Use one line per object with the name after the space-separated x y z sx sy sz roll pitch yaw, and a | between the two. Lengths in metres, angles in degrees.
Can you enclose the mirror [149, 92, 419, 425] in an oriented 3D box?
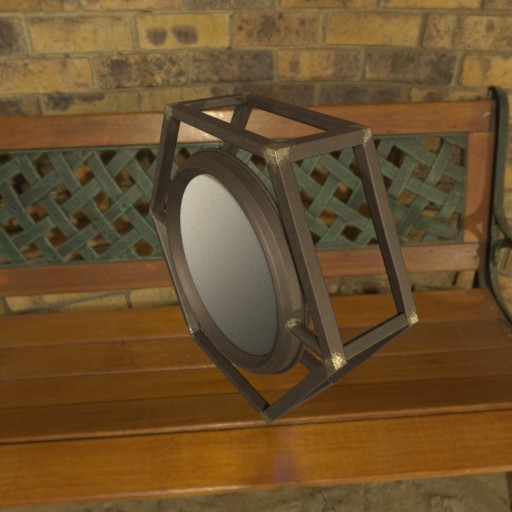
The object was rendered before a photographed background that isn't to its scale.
0.000 0.000 0.534 0.119 0.334 0.380 -20 37 -30 | mirror
